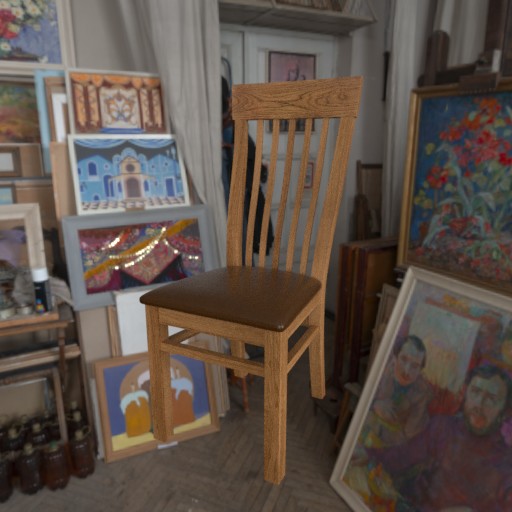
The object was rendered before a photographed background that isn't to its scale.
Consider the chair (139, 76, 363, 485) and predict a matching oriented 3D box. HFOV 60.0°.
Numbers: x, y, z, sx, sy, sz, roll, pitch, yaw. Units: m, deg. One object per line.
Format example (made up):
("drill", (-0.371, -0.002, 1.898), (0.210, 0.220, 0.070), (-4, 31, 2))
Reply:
("chair", (0.000, 0.000, 1.336), (0.450, 1.050, 0.580), (7, 16, 26))
